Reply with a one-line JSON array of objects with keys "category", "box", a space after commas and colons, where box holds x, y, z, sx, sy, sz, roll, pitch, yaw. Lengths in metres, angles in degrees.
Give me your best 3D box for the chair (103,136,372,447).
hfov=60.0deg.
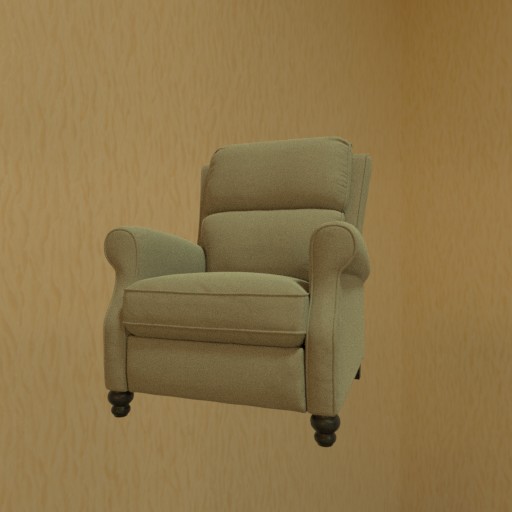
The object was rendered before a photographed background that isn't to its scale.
[{"category": "chair", "box": [0.000, 0.000, 1.712, 0.859, 1.046, 0.919, 0, 0, 19]}]
